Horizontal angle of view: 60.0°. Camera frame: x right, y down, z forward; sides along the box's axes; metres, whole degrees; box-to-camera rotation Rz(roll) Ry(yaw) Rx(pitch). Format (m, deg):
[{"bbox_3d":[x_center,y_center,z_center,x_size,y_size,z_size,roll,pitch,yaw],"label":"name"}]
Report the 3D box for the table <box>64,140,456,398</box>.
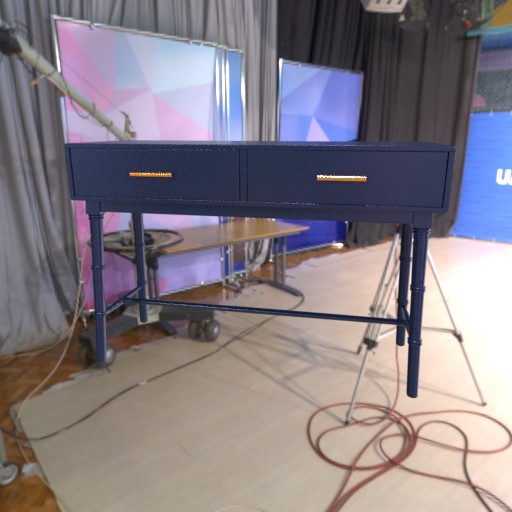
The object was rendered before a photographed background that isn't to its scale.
[{"bbox_3d":[0.000,0.000,1.511,1.118,0.749,0.399,3,16,11],"label":"table"}]
